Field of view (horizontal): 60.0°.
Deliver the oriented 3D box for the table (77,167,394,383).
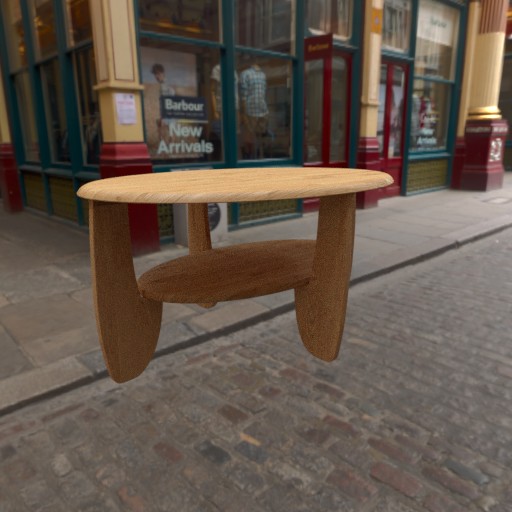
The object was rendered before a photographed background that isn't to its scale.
[{"bbox_3d":[0.000,0.000,1.382,1.040,0.490,0.690,-14,20,-42],"label":"table"}]
